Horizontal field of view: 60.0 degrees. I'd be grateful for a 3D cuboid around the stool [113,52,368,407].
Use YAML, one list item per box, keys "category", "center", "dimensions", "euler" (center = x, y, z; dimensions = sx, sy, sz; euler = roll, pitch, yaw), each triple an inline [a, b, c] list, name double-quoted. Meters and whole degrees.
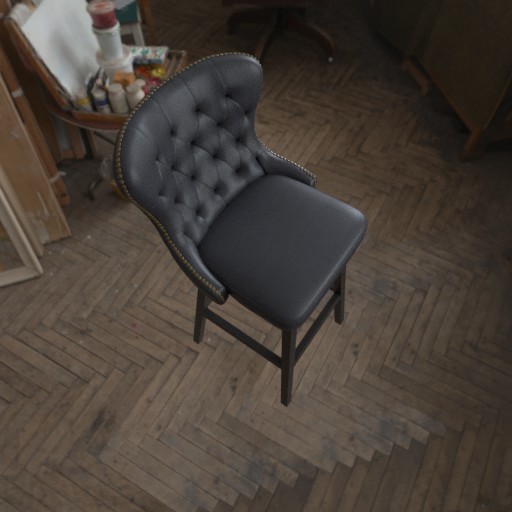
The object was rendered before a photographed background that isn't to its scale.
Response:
- category: "stool"
  center: [0.000, 0.000, 1.427]
  dimensions: [0.601, 1.050, 0.528]
  euler: [31, 63, 18]
